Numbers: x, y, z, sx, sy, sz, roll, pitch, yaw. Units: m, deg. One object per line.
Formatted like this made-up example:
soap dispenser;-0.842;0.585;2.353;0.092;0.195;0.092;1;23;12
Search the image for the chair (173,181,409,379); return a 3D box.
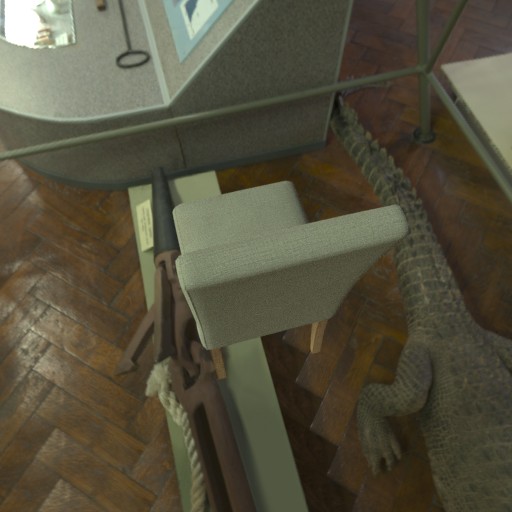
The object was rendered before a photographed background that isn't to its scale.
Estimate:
chair;0.000;0.000;1.363;0.450;1.033;0.611;-13;61;-8
